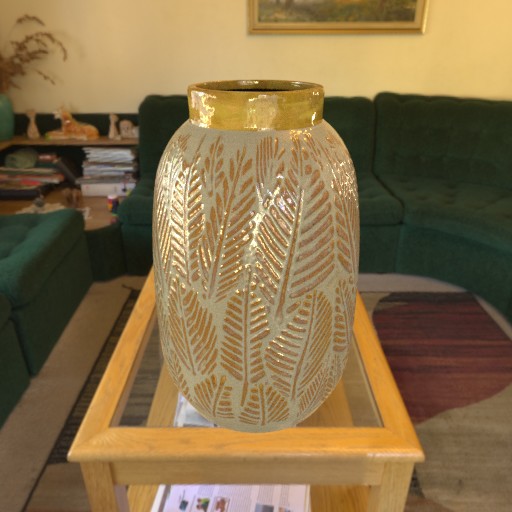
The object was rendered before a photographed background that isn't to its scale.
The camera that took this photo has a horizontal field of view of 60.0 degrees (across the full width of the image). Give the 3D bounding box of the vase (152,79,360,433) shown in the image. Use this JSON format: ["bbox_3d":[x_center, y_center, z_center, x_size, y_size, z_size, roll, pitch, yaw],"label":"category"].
[{"bbox_3d":[0.000,0.000,0.373,0.172,0.270,0.172,0,26,0],"label":"vase"}]
